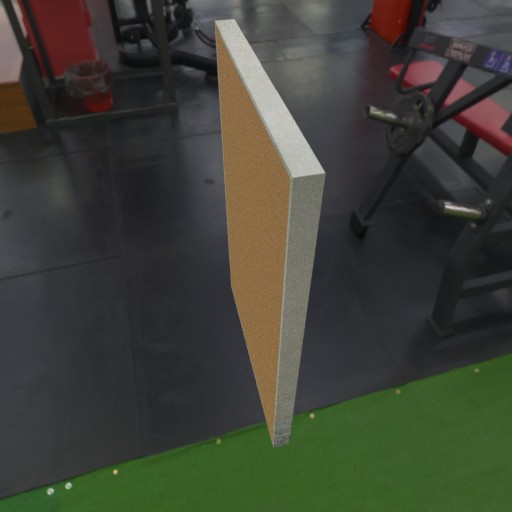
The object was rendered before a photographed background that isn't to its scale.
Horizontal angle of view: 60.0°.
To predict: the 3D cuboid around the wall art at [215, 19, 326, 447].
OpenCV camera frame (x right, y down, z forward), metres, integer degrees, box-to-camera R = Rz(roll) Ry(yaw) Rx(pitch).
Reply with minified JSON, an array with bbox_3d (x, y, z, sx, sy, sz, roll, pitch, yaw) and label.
[{"bbox_3d":[0.000,0.000,0.934,0.038,0.764,0.508,-10,47,-9],"label":"wall art"}]
